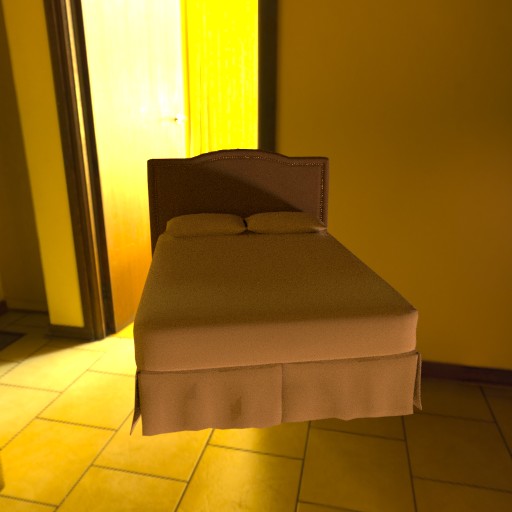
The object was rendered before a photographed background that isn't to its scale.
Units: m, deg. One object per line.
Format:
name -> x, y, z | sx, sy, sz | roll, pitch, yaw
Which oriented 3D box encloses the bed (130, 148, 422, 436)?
bed -> 0.000, 0.000, 3.315 | 1.744, 1.441, 2.128 | -2, 17, -7
